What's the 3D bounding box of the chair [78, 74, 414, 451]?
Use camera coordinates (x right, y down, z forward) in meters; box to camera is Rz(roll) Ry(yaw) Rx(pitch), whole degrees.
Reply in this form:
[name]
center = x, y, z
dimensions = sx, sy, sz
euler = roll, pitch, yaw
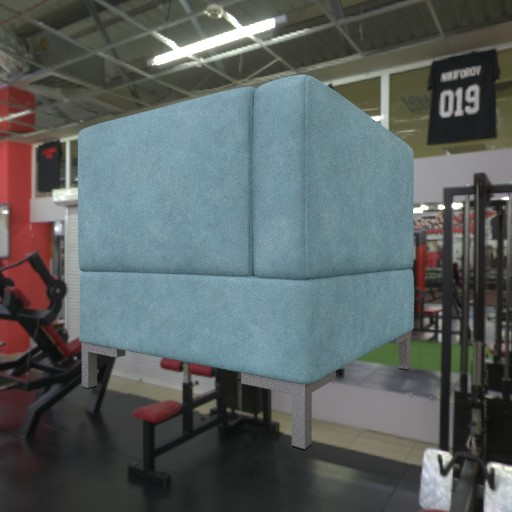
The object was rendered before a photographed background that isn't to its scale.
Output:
[chair]
center = 0.000, 0.000, 1.208
dimensions = 0.684, 0.660, 0.691
euler = 0, 1, 34
